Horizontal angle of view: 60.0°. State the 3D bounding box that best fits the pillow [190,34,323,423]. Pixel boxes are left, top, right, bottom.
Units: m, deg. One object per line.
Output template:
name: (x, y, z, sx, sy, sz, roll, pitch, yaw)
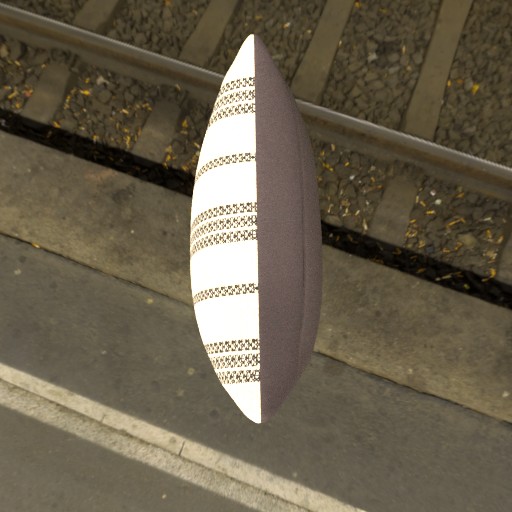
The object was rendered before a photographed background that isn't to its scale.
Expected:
pillow: (0.000, 0.000, 0.627, 0.173, 0.406, 0.405, -1, 76, 0)
